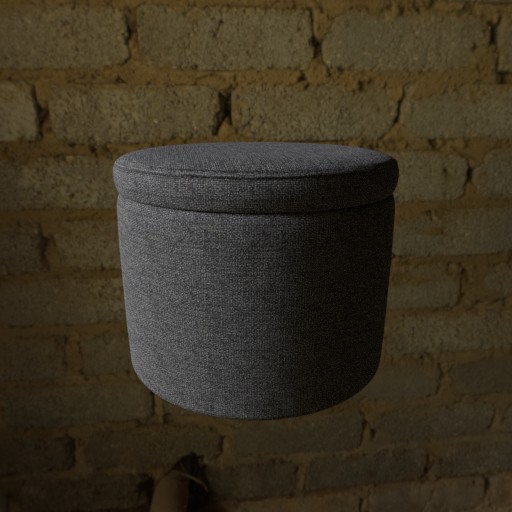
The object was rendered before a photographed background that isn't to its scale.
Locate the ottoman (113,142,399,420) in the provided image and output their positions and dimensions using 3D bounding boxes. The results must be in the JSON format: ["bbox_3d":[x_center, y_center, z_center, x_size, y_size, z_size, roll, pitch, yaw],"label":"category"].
[{"bbox_3d":[0.000,0.000,0.892,0.520,0.430,0.520,0,18,0],"label":"ottoman"}]
